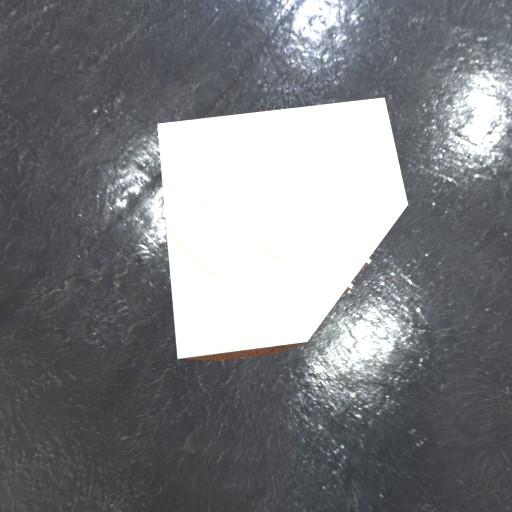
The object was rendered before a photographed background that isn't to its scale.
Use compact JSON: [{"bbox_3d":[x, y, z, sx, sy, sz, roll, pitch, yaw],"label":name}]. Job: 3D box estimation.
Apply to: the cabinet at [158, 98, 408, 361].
[{"bbox_3d":[0.000,0.000,2.611,0.969,1.957,1.272,37,79,8],"label":"cabinet"}]
